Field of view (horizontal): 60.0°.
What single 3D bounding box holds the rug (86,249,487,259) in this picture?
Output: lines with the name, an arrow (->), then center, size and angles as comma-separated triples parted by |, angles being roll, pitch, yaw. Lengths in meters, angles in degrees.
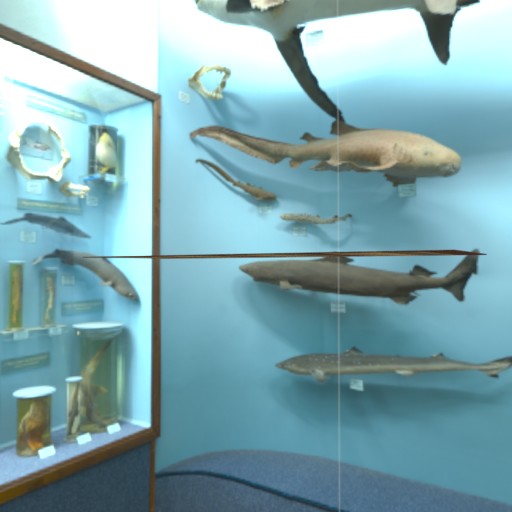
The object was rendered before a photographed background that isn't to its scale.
rug -> 0.000, 0.000, 2.731 | 2.437, 0.006, 0.792 | -1, -1, 36
